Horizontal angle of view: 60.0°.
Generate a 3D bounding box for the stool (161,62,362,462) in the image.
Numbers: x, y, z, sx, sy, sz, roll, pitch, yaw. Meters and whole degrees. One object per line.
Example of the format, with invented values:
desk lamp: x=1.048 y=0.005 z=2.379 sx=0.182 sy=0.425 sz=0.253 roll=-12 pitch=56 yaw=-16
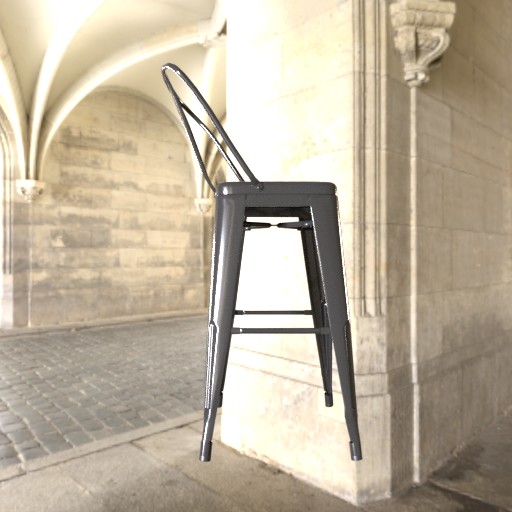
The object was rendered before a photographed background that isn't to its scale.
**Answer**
stool: x=0.000 y=0.000 z=1.304 sx=0.528 sy=1.022 sz=0.432 roll=0 pitch=0 yaw=0
